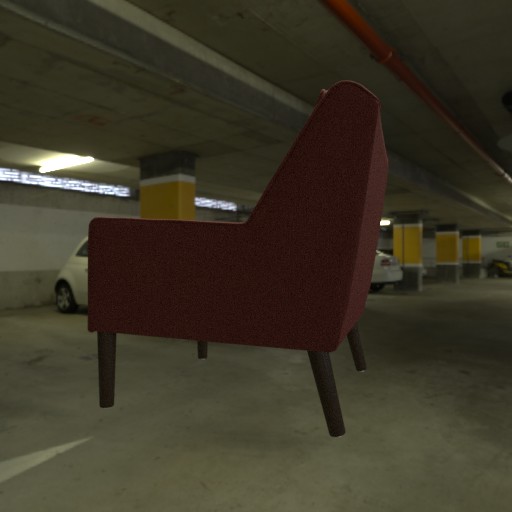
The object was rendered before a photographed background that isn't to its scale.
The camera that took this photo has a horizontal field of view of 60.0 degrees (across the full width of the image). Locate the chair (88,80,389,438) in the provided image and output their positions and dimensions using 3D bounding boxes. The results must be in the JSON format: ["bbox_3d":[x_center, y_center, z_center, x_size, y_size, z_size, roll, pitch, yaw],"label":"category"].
[{"bbox_3d":[0.000,0.000,1.367,0.770,0.812,0.680,0,0,18],"label":"chair"}]
